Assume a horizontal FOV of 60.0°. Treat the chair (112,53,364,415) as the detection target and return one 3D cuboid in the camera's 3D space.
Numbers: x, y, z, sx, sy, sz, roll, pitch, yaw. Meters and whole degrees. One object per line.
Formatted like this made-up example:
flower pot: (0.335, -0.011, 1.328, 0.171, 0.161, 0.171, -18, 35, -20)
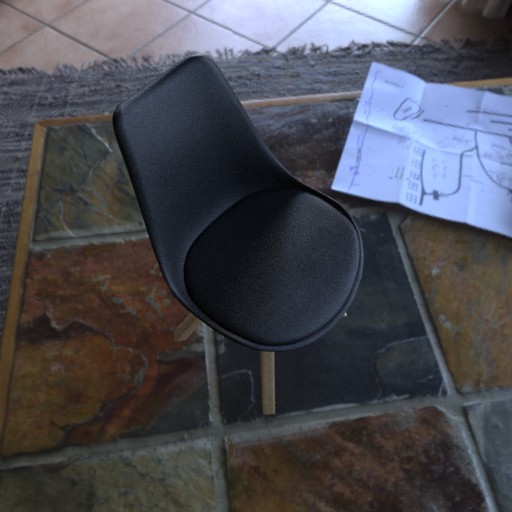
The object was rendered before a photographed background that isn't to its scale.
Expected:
chair: (0.000, 0.000, 1.173, 0.549, 0.850, 0.485, 34, 64, 19)
